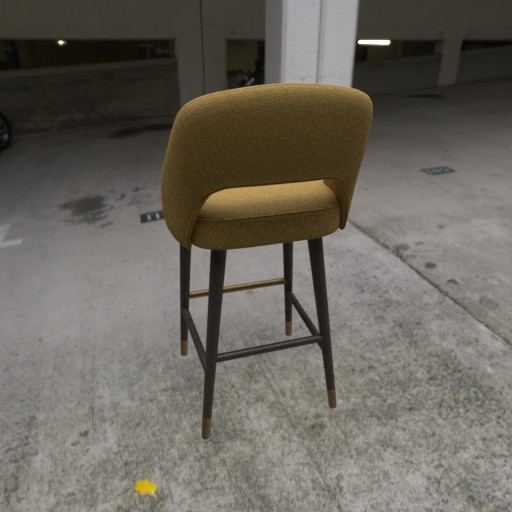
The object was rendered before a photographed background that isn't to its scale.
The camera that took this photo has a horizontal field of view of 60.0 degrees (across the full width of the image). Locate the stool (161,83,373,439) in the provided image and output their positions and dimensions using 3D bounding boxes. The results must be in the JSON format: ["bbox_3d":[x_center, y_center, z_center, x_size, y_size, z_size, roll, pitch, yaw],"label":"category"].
[{"bbox_3d":[0.000,0.000,1.360,0.536,1.032,0.522,-8,27,-15],"label":"stool"}]
